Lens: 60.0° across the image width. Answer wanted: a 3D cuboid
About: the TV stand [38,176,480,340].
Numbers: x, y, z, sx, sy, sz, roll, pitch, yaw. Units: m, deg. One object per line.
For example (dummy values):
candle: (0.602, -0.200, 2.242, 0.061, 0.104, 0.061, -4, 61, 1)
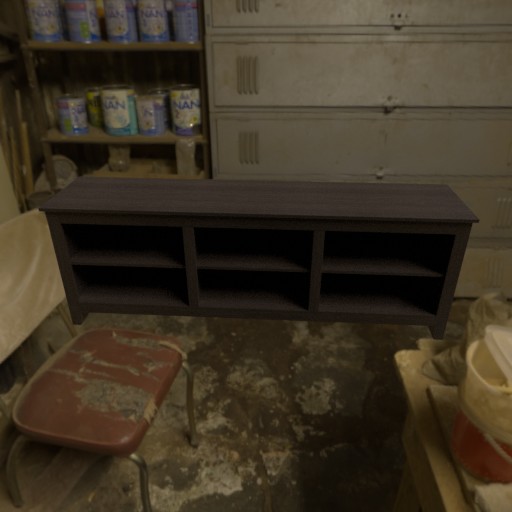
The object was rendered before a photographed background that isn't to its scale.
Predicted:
TV stand: (0.000, 0.000, 2.107, 1.778, 0.610, 0.406, 2, 29, 3)
